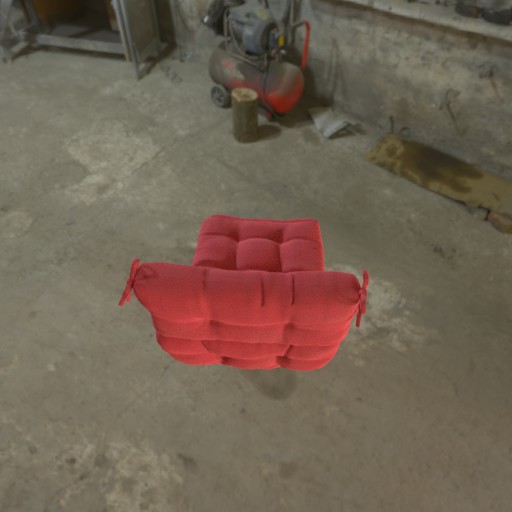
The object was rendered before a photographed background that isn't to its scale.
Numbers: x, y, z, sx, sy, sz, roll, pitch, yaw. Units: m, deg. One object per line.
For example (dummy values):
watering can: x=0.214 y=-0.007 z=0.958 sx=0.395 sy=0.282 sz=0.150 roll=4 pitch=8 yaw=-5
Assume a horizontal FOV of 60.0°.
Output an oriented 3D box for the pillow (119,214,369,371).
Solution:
pillow: x=0.000 y=0.000 z=1.505 sx=0.526 sy=0.863 sz=1.016 roll=3 pitch=47 yaw=3
